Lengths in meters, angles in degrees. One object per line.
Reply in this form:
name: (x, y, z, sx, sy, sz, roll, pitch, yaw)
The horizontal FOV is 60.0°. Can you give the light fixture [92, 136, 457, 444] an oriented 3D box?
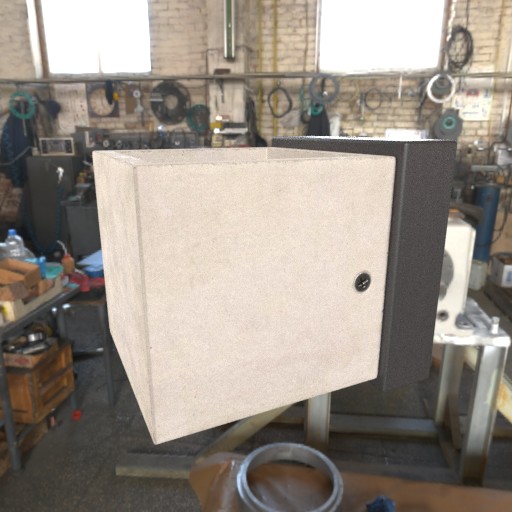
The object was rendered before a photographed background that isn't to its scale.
light fixture: (0.000, 0.000, 0.236, 0.143, 0.121, 0.121, -8, 18, -25)
